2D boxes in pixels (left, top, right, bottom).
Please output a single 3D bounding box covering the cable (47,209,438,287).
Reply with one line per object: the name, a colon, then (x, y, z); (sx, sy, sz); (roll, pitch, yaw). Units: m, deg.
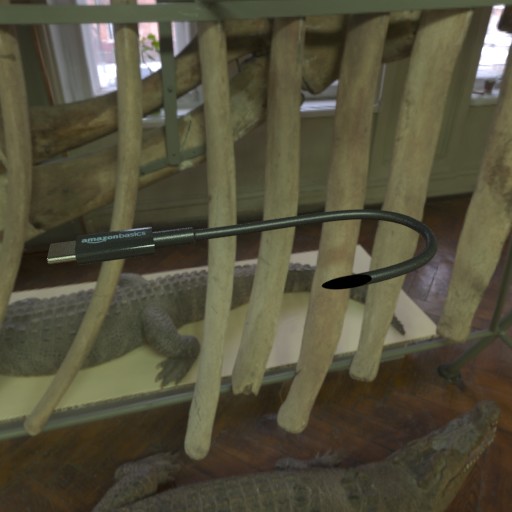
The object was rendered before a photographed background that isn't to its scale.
cable: (0.000, 0.000, 0.110); (0.098, 0.006, 0.040); (-8, 32, -13)
